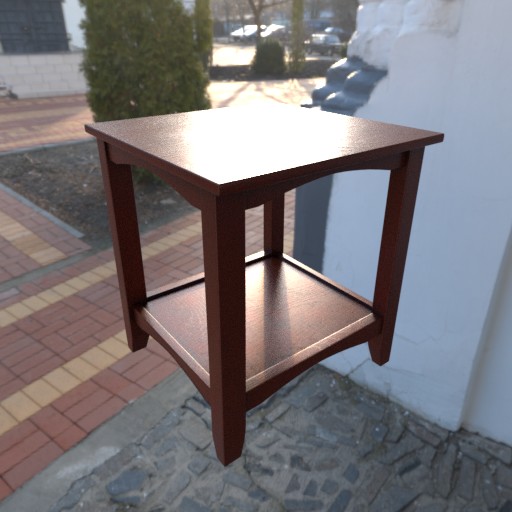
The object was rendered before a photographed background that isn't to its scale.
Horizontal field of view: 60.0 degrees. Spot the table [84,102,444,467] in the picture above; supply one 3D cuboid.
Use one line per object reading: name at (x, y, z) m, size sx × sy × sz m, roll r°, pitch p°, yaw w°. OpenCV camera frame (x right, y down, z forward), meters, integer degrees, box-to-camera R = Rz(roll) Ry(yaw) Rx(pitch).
table at (0.000, 0.000, 0.991) m, size 0.523 × 0.558 × 0.522 m, roll -18°, pitch 32°, yaw -31°
